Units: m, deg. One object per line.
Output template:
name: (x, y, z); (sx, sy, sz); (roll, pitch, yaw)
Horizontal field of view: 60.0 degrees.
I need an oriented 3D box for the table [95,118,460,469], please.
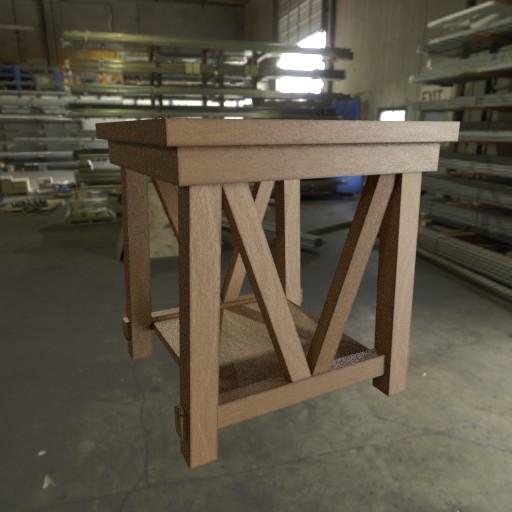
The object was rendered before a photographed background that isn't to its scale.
table: (0.000, 0.000, 1.105); (0.612, 0.638, 0.610); (-8, 18, -27)
